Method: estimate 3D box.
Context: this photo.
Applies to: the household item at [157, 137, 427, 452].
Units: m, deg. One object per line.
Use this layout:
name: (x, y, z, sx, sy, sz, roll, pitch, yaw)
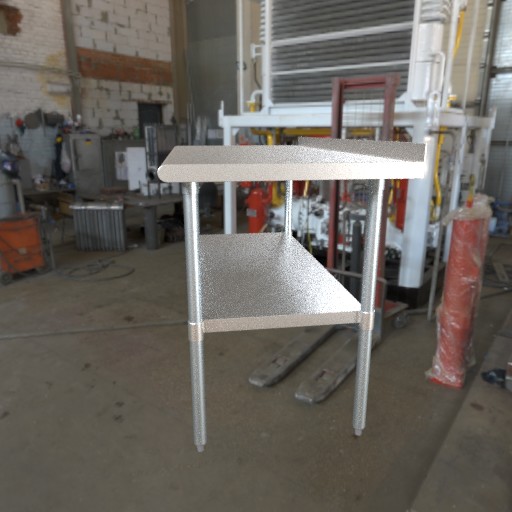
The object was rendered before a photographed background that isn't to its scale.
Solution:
household item: (0.000, 0.000, 1.668, 0.610, 0.851, 1.219, -2, 16, -8)
